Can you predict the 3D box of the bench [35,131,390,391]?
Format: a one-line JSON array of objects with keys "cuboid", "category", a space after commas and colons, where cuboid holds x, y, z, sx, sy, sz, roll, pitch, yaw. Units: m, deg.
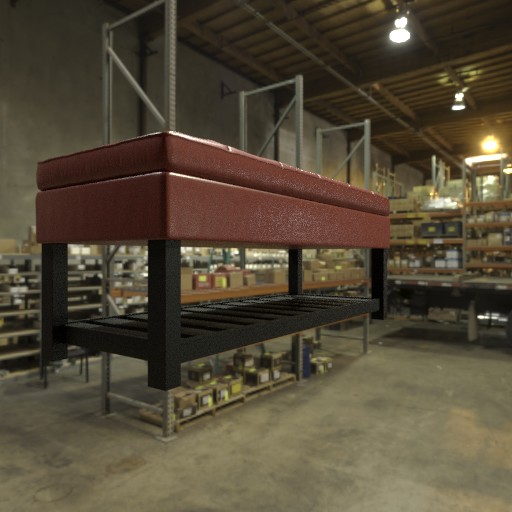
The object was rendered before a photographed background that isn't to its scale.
[{"cuboid": [0.000, 0.000, 1.304, 0.432, 0.460, 1.105, 0, 0, 36], "category": "bench"}]
